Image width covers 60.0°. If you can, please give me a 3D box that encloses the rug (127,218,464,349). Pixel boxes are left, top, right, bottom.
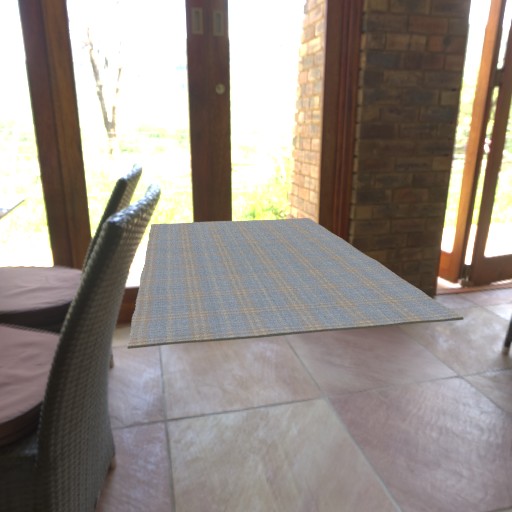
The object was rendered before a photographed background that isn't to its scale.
[{"bbox_3d":[0.000,0.000,3.112,1.545,0.016,2.460,-3,16,-10],"label":"rug"}]
